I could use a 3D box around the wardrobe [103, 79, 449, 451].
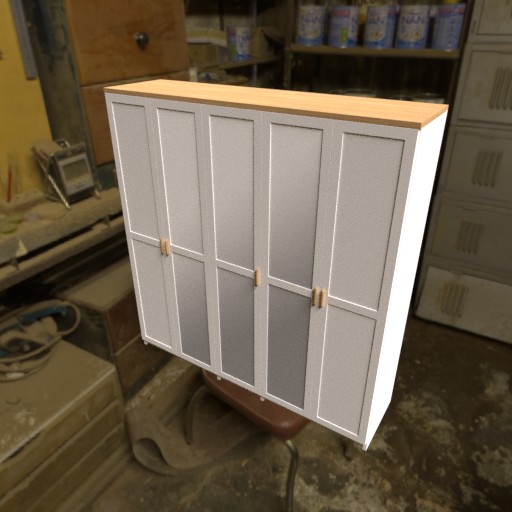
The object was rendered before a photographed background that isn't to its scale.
[{"bbox_3d":[0.000,0.000,3.286,2.160,2.260,0.590,17,32,28],"label":"wardrobe"}]
